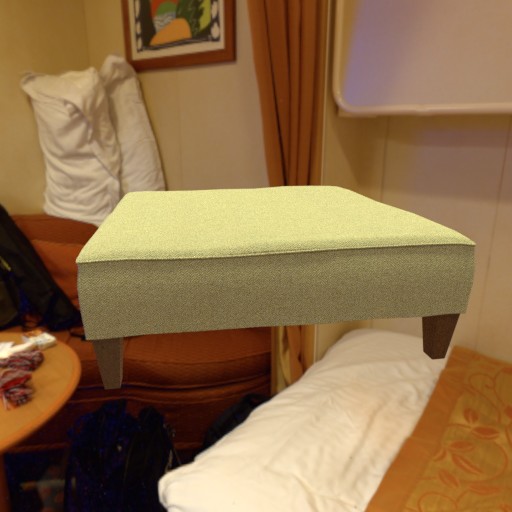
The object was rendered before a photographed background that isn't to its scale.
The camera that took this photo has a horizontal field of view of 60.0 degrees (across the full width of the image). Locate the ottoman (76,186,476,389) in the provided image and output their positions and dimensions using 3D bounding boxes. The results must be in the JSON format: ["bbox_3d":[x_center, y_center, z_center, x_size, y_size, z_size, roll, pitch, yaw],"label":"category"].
[{"bbox_3d":[0.000,0.000,1.541,0.968,0.379,1.004,-3,16,-9],"label":"ottoman"}]
